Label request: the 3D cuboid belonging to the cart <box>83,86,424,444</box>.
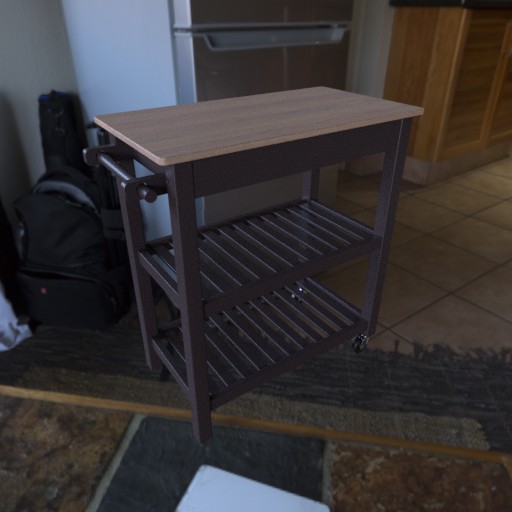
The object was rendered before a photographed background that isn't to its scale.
[{"bbox_3d":[0.000,0.000,1.479,0.899,0.927,0.457,-19,35,-29],"label":"cart"}]
